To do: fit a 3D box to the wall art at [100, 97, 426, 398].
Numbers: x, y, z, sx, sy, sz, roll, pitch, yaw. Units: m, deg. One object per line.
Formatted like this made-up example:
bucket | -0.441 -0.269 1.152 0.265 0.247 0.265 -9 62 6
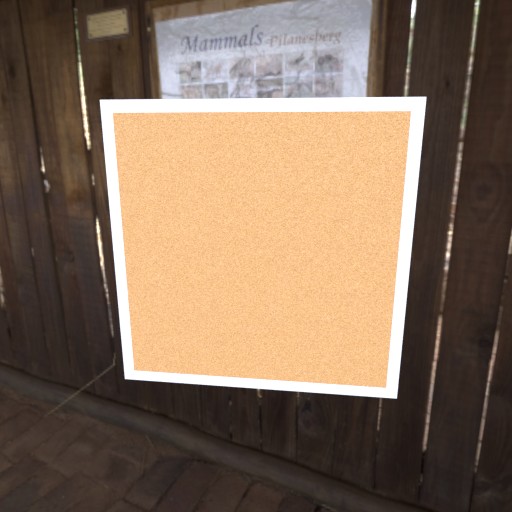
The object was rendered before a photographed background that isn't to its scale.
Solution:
wall art | 0.000 0.000 0.833 0.558 0.559 0.009 2 16 7
